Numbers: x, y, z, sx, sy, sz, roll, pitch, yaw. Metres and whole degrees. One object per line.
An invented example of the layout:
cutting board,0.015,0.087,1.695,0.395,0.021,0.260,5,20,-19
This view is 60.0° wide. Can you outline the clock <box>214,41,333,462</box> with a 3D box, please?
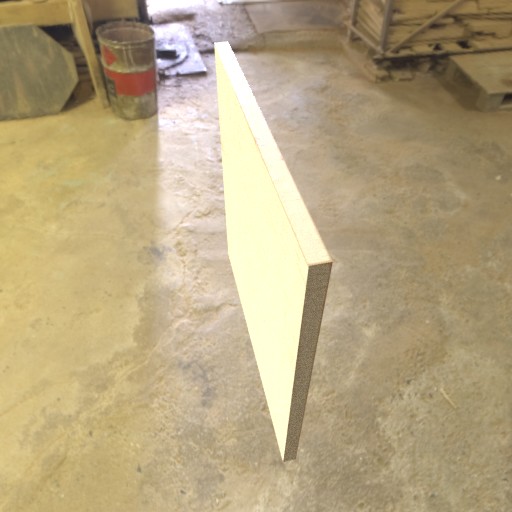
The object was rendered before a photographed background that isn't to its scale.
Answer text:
clock,0.000,0.000,1.041,0.032,0.705,0.705,-10,48,-9
